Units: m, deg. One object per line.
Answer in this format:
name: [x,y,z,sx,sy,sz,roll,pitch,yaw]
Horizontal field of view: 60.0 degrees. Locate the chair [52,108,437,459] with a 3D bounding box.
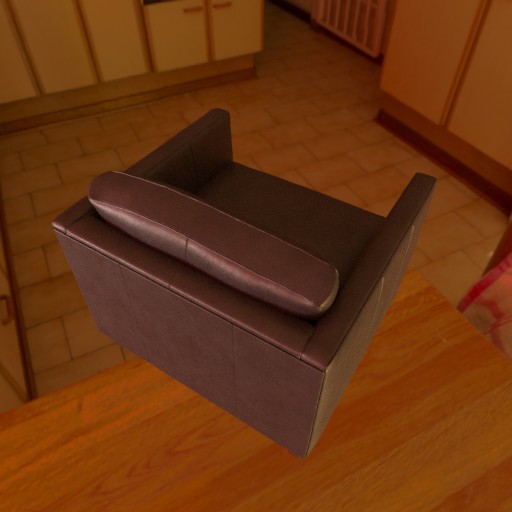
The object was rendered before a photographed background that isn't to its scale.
chair: [0.000,0.000,1.589,0.939,0.811,0.862,24,51,22]
